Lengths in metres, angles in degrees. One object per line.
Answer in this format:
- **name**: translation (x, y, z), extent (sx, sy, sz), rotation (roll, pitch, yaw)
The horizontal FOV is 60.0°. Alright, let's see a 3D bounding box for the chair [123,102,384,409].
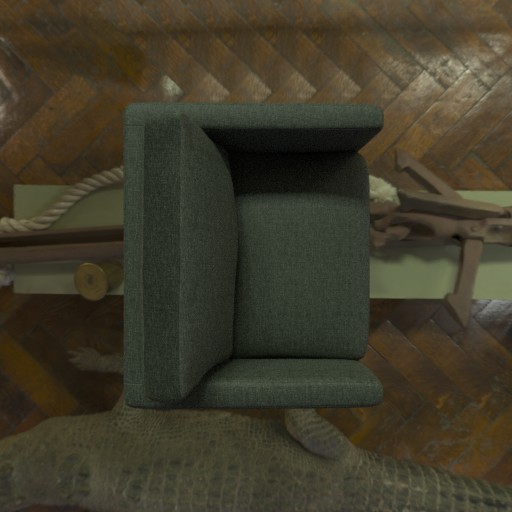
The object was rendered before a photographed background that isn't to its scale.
- **chair**: translation (0.000, 0.000, 1.834), extent (0.959, 0.963, 1.107), rotation (0, 90, -1)
